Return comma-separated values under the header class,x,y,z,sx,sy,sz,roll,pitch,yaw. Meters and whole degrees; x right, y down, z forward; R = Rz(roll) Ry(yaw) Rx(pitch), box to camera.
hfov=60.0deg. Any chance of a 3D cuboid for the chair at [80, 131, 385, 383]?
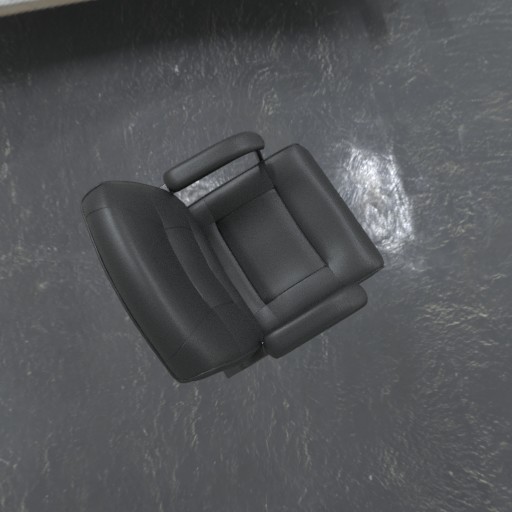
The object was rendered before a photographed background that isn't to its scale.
class,x,y,z,sx,sy,sz,roll,pitch,yaw
chair,0.000,0.000,1.352,0.668,0.910,0.591,-31,79,-7
